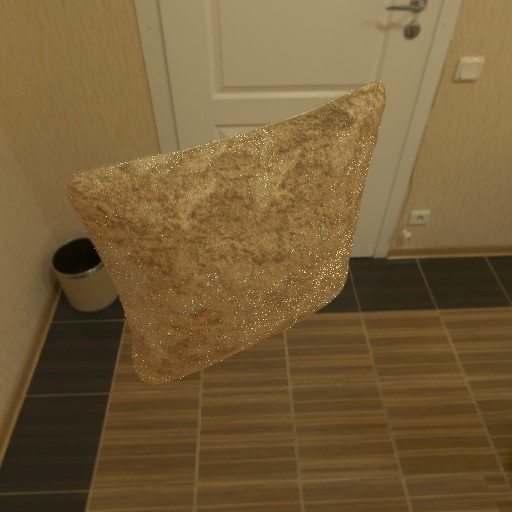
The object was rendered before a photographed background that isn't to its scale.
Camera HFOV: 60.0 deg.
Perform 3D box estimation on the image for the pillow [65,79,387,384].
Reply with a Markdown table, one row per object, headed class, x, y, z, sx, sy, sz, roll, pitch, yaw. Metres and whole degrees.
| class | x | y | z | sx | sy | sz | roll | pitch | yaw |
| --- | --- | --- | --- | --- | --- | --- | --- | --- | --- |
| pillow | 0.000 | 0.000 | 0.811 | 0.538 | 0.525 | 0.216 | -23 | 50 | -21 |
